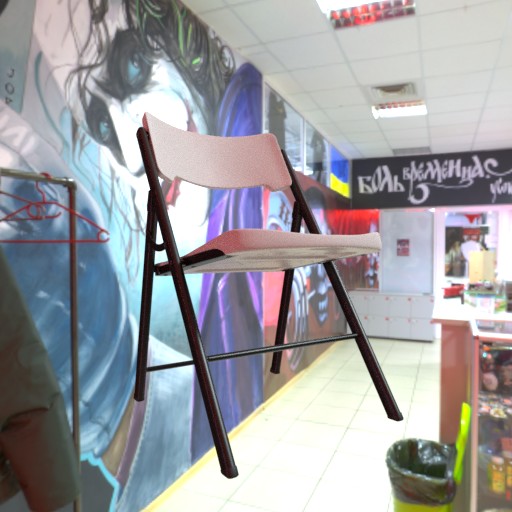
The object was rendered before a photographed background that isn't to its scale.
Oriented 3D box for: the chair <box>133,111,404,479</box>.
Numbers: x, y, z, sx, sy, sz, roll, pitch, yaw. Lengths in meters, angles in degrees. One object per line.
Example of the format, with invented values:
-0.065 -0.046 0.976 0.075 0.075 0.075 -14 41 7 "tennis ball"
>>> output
0.000 0.000 1.113 0.482 0.765 0.577 -1 1 -34 "chair"
